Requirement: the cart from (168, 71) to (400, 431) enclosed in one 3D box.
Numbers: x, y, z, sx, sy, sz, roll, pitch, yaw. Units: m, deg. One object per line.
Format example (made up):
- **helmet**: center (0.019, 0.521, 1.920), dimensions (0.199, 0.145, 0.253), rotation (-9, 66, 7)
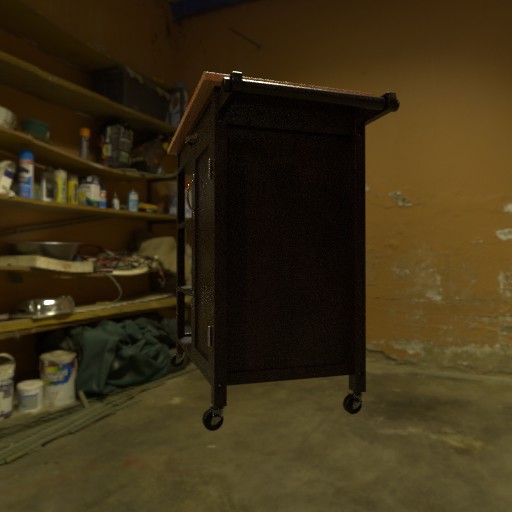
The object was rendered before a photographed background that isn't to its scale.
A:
- **cart**: center (0.000, 0.000, 1.448), dimensions (0.472, 0.878, 0.914), rotation (0, -1, -18)
